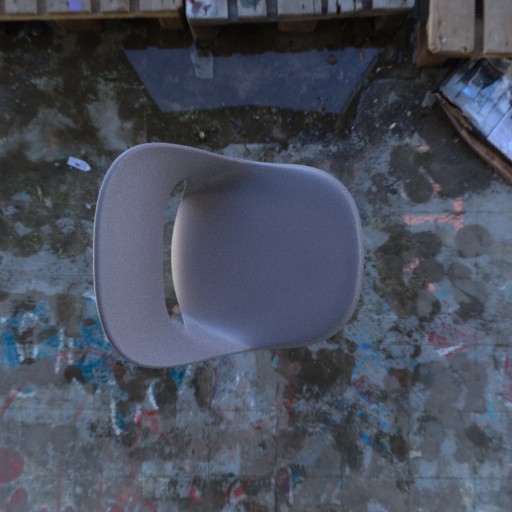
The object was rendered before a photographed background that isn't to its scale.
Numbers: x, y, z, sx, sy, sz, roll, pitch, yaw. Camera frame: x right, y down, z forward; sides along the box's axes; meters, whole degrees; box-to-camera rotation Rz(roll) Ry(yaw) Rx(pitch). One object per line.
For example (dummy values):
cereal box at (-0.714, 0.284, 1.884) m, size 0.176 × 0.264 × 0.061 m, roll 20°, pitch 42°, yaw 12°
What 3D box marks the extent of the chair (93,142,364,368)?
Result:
chair at (0.000, 0.000, 1.147) m, size 0.556 × 0.795 × 0.470 m, roll 0°, pitch 90°, yaw 0°
